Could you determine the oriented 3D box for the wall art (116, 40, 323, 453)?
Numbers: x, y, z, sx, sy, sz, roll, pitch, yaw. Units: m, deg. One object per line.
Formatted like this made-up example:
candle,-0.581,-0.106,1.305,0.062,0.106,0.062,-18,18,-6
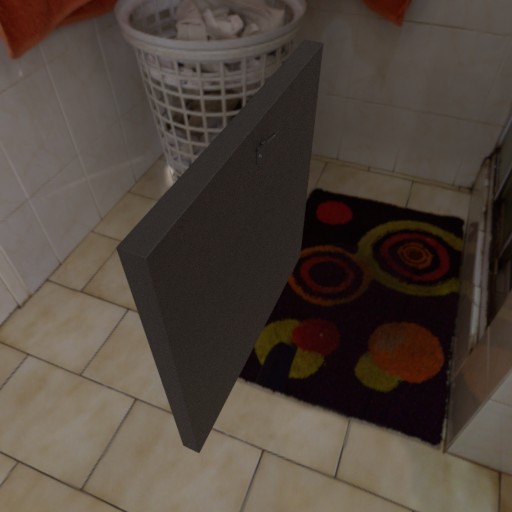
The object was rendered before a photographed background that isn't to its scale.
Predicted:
wall art,0.000,0.000,0.510,0.038,0.349,0.349,18,50,16
